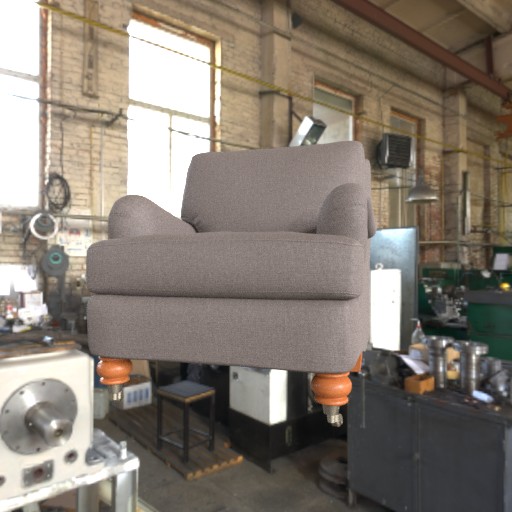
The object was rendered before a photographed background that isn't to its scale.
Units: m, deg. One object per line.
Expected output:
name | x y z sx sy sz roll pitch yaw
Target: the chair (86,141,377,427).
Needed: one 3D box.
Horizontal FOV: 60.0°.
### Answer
chair | 0.000 0.000 1.834 0.955 1.038 1.070 0 -1 17
